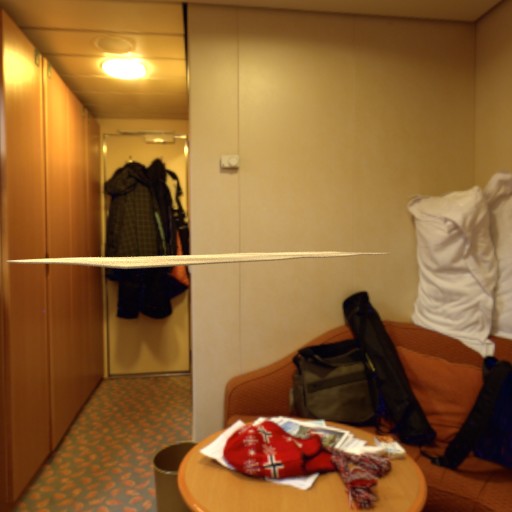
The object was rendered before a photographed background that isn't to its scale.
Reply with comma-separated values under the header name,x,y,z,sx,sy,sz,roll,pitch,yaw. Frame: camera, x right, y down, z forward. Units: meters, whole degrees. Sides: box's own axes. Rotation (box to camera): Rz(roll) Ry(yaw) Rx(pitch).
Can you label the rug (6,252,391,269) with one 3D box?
name,x,y,z,sx,sy,sz,roll,pitch,yaw
rug,0.000,0.000,2.577,0.762,0.013,2.439,1,2,36
